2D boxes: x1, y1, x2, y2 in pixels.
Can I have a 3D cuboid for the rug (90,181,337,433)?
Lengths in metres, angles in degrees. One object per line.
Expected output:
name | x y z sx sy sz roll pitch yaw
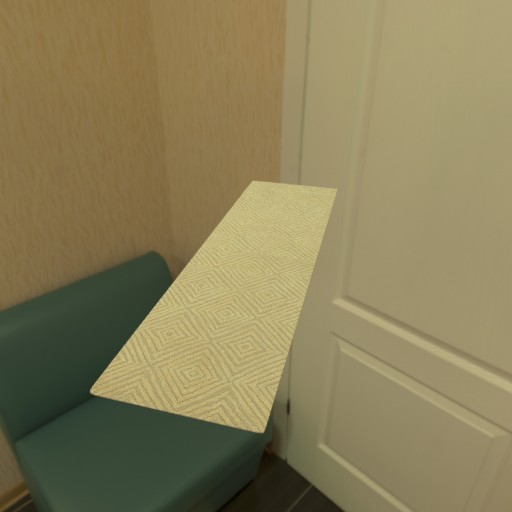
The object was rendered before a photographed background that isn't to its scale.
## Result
rug | 0.000 0.000 2.521 0.676 0.008 2.277 8 31 13
